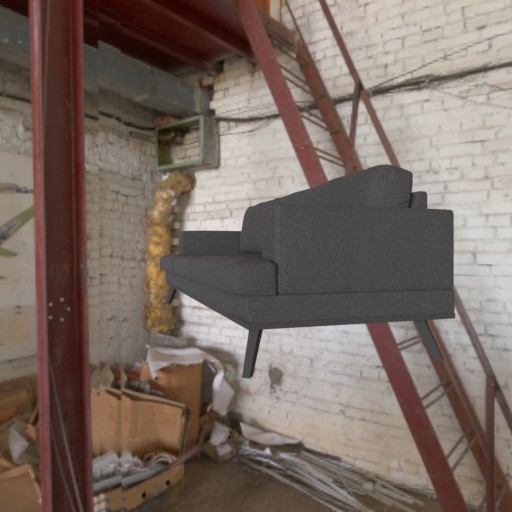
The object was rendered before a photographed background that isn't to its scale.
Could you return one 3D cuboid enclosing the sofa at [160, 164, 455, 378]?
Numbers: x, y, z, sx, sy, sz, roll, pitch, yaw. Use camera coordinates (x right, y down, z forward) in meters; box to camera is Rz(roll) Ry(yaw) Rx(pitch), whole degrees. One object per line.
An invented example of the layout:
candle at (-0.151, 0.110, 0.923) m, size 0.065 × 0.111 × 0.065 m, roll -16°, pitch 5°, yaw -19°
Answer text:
sofa at (0.000, 0.000, 2.693) m, size 0.920 × 0.810 × 2.310 m, roll 0°, pitch 1°, yaw -18°
